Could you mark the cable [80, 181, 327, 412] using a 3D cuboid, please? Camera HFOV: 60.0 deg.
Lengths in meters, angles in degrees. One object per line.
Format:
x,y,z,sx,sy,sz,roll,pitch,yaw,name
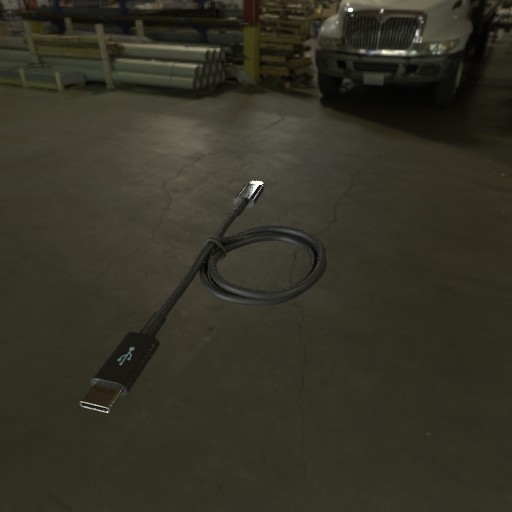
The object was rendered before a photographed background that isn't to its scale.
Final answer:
0.000,0.000,0.222,0.070,0.014,0.203,8,32,13,cable
